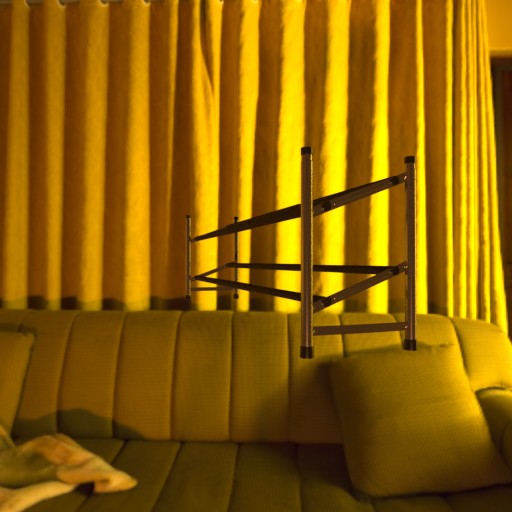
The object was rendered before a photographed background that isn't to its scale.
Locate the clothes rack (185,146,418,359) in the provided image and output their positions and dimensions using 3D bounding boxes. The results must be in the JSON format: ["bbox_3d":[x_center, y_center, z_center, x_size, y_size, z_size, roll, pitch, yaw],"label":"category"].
[{"bbox_3d":[0.000,0.000,1.310,0.229,0.349,1.168,0,-1,-18],"label":"clothes rack"}]
